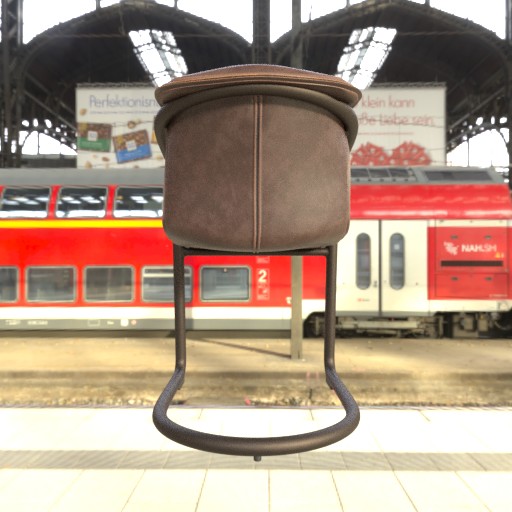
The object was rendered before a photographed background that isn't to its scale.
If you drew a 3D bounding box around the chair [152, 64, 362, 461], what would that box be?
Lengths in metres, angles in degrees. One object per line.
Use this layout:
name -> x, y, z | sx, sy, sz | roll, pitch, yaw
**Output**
chair -> 0.000, 0.000, 1.220 | 0.536, 0.836, 0.664 | 0, -1, -1
